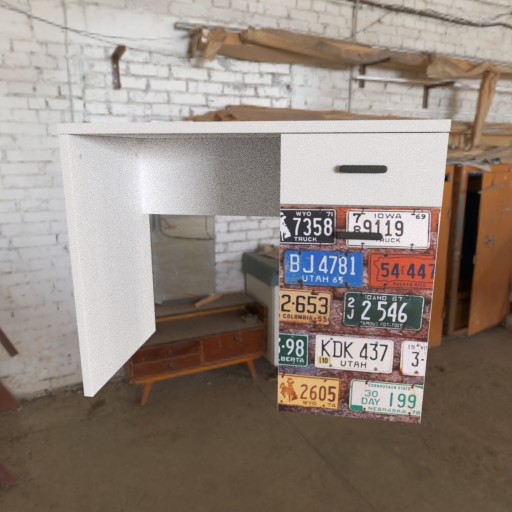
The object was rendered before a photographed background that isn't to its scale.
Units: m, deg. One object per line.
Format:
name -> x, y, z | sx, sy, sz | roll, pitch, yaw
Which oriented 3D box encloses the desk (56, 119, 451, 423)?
desk -> 0.000, 0.000, 1.299 | 0.898, 0.730, 0.482 | 2, 14, 9
